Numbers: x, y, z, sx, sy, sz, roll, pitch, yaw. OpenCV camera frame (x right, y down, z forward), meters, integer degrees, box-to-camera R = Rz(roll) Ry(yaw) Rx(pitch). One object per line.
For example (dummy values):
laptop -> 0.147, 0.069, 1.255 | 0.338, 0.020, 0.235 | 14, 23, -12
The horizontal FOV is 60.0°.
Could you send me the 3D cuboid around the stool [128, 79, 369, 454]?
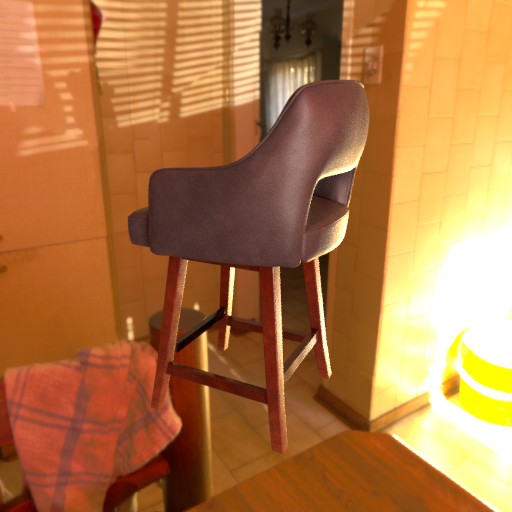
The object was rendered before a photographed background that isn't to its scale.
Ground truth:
stool -> 0.000, 0.000, 1.293 | 0.560, 0.936, 0.550 | 9, 20, 25
